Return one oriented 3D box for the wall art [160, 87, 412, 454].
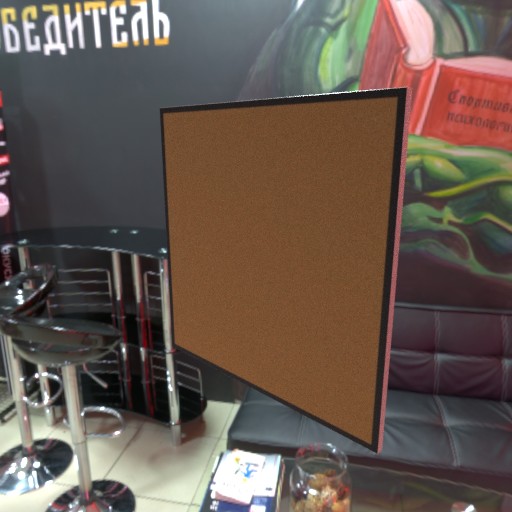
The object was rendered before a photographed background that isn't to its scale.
[{"bbox_3d":[0.000,0.000,1.207,0.805,0.803,0.022,14,20,42],"label":"wall art"}]
